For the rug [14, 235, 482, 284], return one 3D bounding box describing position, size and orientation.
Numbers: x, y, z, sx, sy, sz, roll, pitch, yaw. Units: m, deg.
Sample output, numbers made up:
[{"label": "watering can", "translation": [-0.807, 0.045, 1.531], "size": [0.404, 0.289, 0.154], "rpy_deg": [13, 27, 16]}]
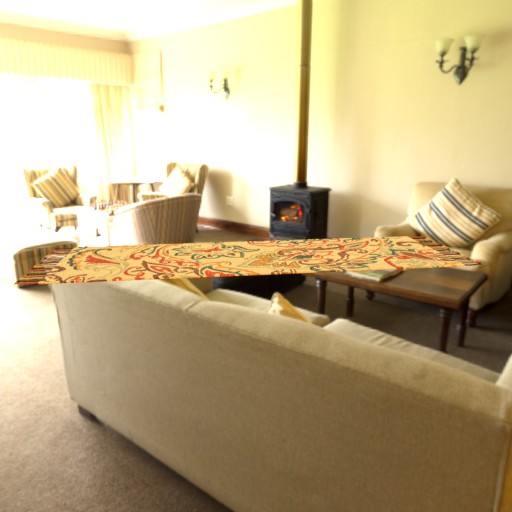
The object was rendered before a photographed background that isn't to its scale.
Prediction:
[{"label": "rug", "translation": [0.000, 0.000, 2.870], "size": [2.682, 0.015, 0.763], "rpy_deg": [-2, 16, -7]}]
